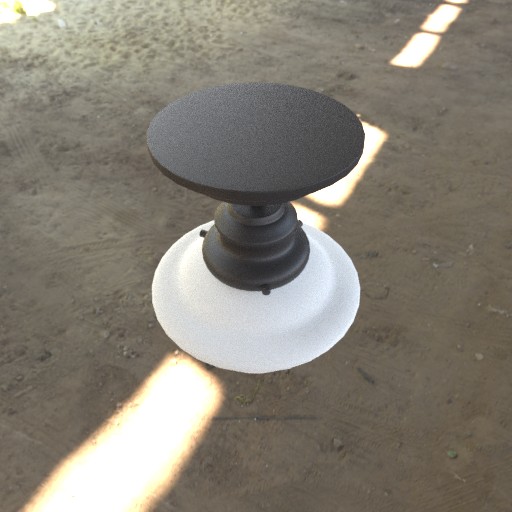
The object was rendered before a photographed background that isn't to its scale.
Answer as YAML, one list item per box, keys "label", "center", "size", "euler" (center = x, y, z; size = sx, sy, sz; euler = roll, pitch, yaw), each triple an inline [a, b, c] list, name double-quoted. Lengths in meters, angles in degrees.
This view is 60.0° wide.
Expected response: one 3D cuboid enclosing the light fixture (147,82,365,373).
- label: "light fixture"
  center: [0.000, 0.000, 0.401]
  size: [0.197, 0.254, 0.197]
  euler: [0, 45, 0]
